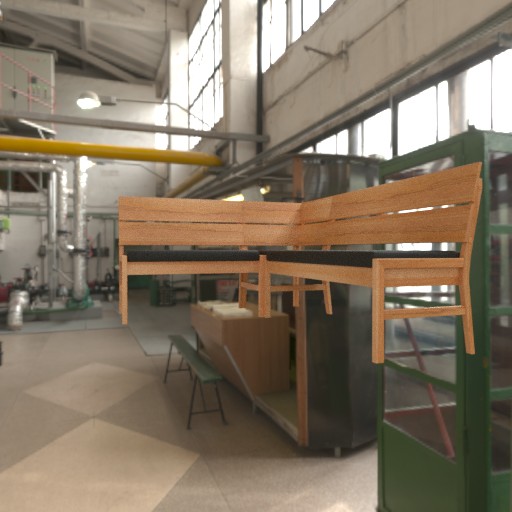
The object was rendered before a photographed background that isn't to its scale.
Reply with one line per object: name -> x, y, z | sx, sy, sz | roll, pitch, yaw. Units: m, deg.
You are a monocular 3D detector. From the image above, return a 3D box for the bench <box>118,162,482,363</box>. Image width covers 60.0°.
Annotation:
bench -> 0.000, 0.000, 2.724 | 1.548, 0.890, 1.948 | 0, 1, -19
